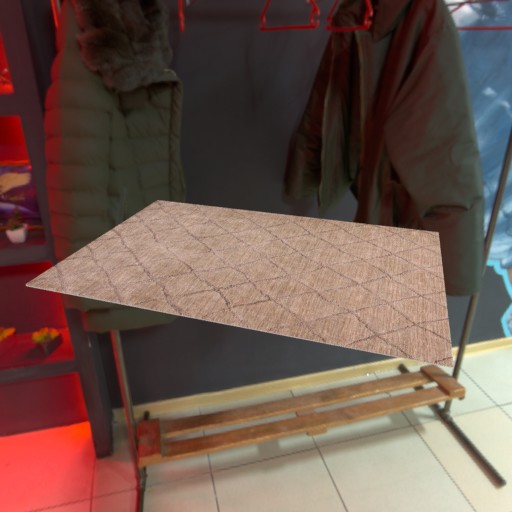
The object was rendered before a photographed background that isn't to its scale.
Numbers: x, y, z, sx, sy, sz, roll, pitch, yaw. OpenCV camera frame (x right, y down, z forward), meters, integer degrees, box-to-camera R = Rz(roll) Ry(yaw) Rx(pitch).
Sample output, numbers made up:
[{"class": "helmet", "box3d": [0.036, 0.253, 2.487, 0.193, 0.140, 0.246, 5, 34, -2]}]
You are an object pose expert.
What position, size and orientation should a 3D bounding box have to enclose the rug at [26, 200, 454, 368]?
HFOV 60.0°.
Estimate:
[{"class": "rug", "box3d": [0.000, 0.000, 2.869, 2.280, 0.015, 1.521, 8, 28, 16]}]
